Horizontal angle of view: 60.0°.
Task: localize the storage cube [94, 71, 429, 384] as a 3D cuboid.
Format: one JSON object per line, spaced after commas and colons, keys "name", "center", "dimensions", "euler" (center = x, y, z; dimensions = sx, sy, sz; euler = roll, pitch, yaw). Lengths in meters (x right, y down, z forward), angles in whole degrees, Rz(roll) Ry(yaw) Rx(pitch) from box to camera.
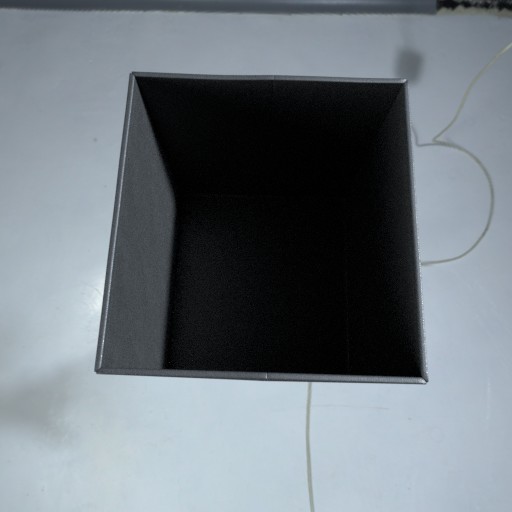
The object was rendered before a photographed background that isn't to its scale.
{"name": "storage cube", "center": [0.000, 0.000, 0.500], "dimensions": [0.270, 0.280, 0.270], "euler": [2, 75, 0]}
